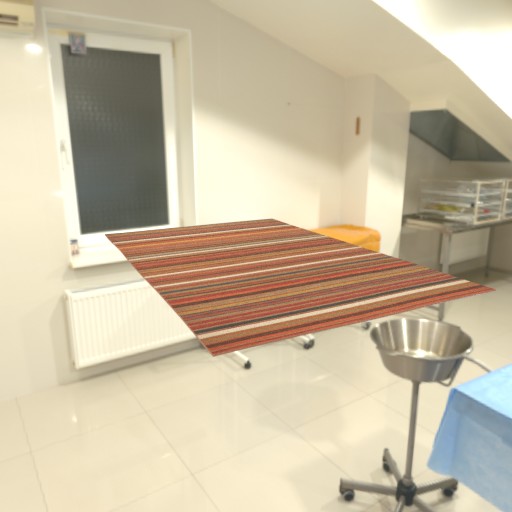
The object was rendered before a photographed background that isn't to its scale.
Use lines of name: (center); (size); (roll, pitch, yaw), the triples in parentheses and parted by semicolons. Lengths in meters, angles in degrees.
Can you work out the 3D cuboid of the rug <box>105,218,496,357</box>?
rug: (0.000, 0.000, 2.285); (1.217, 0.007, 1.828); (-8, 17, -26)
